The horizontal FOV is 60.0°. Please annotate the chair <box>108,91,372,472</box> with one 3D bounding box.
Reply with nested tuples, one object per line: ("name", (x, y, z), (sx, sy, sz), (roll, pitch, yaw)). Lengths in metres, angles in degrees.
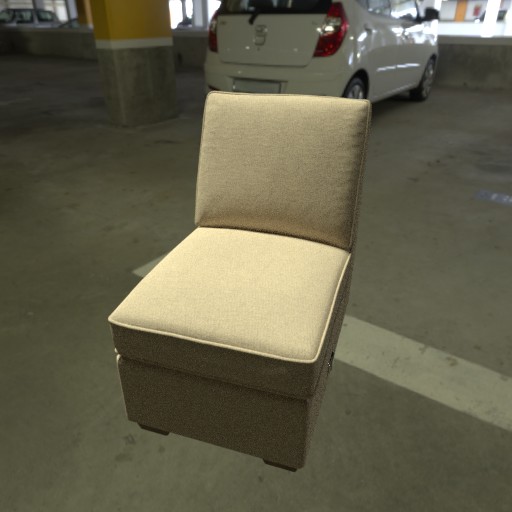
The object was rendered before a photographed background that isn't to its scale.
("chair", (0.000, 0.000, 1.527), (0.621, 0.970, 0.938), (9, 30, 16))
